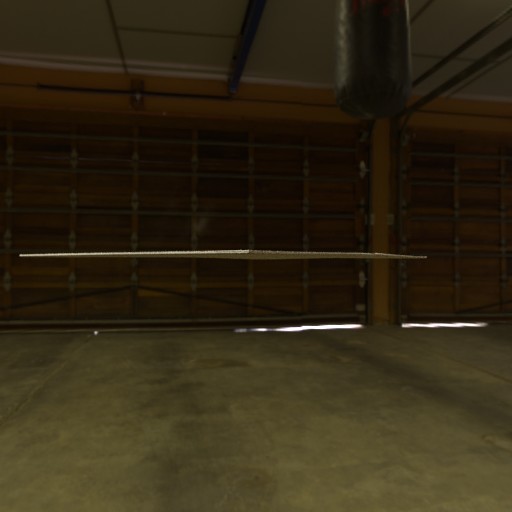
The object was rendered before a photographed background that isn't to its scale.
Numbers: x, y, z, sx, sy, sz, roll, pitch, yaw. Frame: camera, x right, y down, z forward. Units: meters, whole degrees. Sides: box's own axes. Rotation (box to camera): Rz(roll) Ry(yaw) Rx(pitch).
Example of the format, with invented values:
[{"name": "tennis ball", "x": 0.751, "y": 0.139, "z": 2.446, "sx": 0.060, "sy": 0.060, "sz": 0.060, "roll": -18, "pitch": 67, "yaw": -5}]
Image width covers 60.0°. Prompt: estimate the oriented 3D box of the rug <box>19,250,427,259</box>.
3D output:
[{"name": "rug", "x": 0.000, "y": 0.000, "z": 2.969, "sx": 1.609, "sy": 0.030, "sz": 2.342, "roll": -1, "pitch": -1, "yaw": 36}]
